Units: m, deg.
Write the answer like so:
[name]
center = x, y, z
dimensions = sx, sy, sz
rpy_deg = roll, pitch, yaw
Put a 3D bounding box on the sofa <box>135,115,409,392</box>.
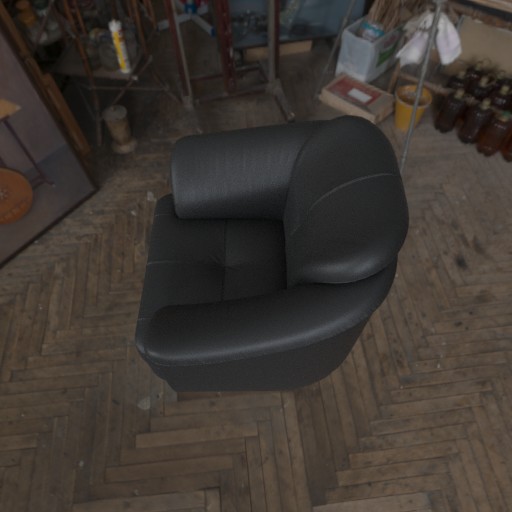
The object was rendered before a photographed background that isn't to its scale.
[sofa]
center = 0.000, 0.000, 1.526
dimensions = 0.794, 0.811, 0.870
rpy_deg = 0, 57, 0
